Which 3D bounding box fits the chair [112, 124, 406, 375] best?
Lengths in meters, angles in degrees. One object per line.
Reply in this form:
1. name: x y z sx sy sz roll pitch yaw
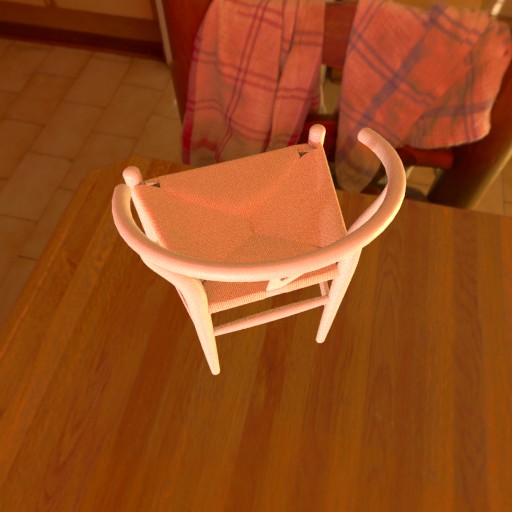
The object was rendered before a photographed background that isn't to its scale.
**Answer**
1. chair: 0.000 0.000 1.076 0.533 0.736 0.500 -15 60 -9
